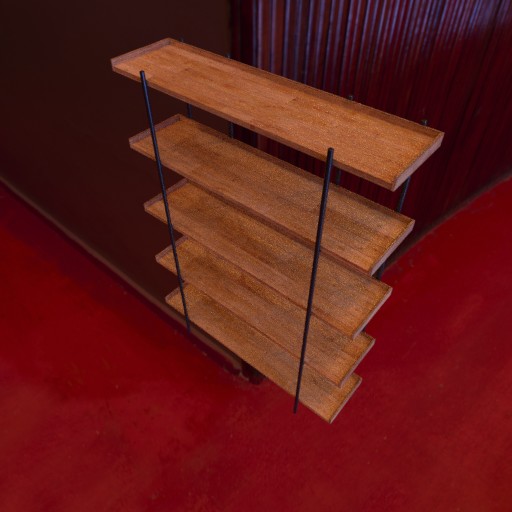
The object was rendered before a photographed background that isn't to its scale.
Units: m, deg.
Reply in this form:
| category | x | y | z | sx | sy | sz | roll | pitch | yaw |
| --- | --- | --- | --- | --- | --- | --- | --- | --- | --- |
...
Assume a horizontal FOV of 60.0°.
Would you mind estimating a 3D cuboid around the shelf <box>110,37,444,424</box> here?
| category | x | y | z | sx | sy | sz | roll | pitch | yaw |
| --- | --- | --- | --- | --- | --- | --- | --- | --- | --- |
| shelf | 0.000 | 0.000 | 2.348 | 1.371 | 1.826 | 0.379 | 31 | 53 | 27 |
